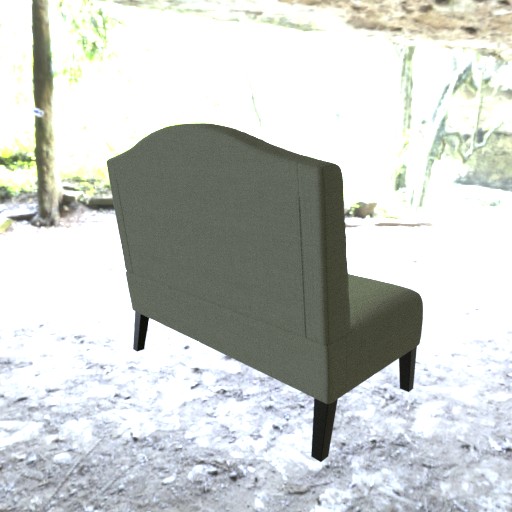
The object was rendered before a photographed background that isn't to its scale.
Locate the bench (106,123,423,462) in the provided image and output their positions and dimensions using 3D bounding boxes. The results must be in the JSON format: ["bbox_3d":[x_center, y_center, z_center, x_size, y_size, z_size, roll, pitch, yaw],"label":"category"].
[{"bbox_3d":[0.000,0.000,2.101,0.815,1.180,1.335,-13,19,-43],"label":"bench"}]
